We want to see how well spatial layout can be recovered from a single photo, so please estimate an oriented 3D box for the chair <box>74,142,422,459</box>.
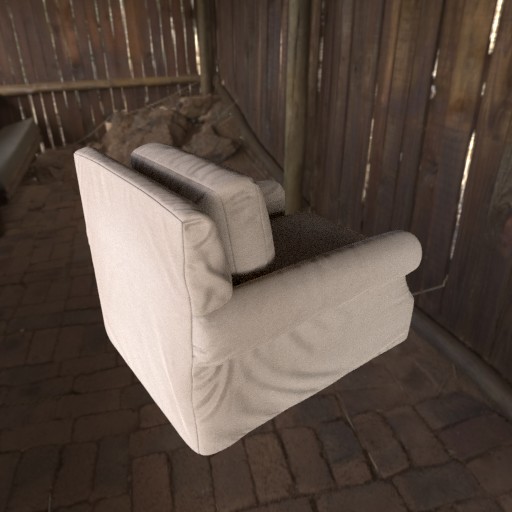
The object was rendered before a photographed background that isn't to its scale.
[{"bbox_3d":[0.000,0.000,1.726,1.066,0.866,0.940,-19,32,-32],"label":"chair"}]
